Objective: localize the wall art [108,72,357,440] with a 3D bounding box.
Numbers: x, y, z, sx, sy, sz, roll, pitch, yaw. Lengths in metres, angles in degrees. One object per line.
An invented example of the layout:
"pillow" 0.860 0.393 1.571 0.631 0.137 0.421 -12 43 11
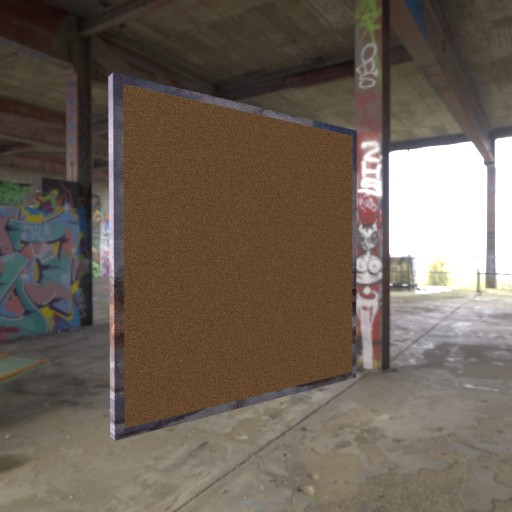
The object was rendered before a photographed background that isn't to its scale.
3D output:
"wall art" 0.000 0.000 1.355 0.888 0.897 0.035 -1 1 -37
